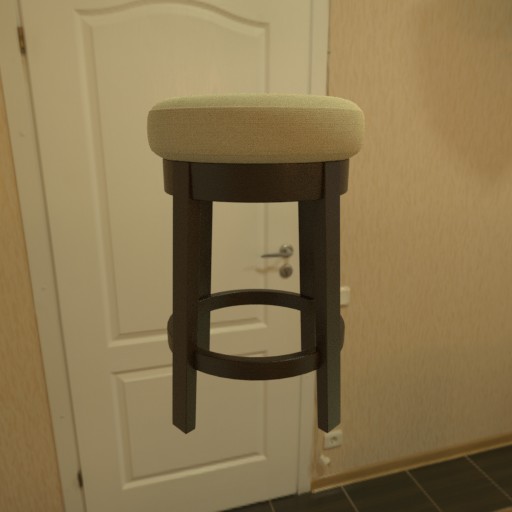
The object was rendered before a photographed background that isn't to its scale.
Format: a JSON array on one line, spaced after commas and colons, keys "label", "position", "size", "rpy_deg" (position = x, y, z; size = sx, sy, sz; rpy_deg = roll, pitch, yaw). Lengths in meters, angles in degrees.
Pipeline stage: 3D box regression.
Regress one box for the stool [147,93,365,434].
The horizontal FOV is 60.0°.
[{"label": "stool", "position": [0.000, 0.000, 0.970], "size": [0.449, 0.655, 0.449], "rpy_deg": [0, 16, 0]}]
